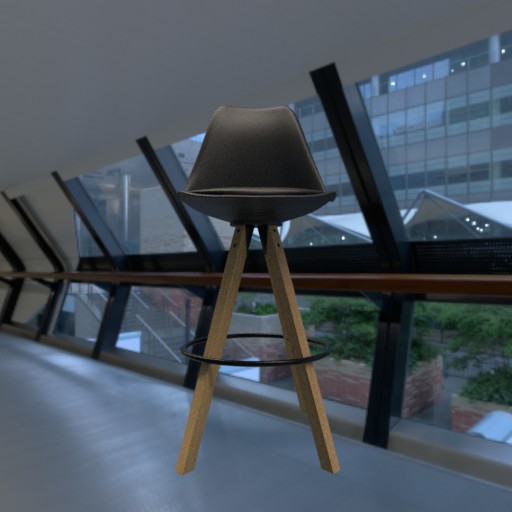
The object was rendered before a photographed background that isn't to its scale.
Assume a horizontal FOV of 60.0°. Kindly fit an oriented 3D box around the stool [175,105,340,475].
[{"bbox_3d":[0.000,0.000,1.386,0.485,1.115,0.550,0,0,-1],"label":"stool"}]
